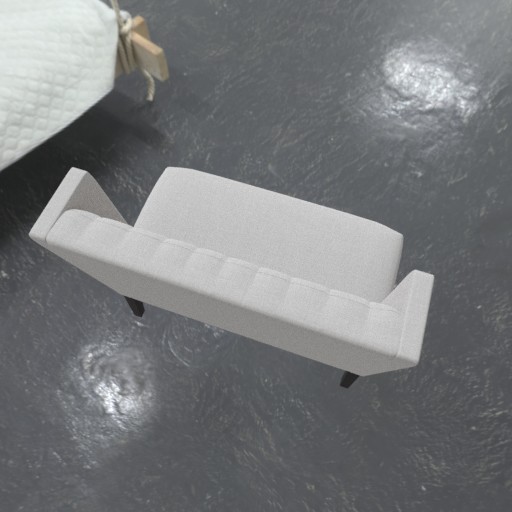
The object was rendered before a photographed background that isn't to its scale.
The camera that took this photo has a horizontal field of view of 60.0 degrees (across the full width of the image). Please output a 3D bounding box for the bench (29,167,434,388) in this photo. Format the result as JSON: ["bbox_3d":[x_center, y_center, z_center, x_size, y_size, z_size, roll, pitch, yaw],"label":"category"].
[{"bbox_3d":[0.000,0.000,1.994,1.280,1.123,0.847,17,65,8],"label":"bench"}]
